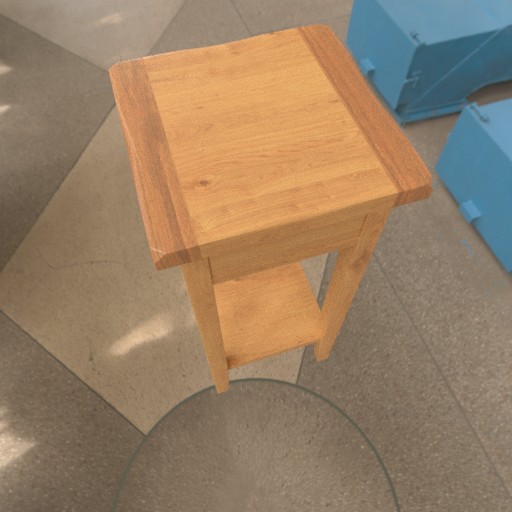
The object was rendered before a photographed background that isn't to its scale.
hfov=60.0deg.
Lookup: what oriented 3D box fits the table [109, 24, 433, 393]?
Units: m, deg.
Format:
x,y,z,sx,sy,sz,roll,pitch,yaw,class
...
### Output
x,y,z,sx,sy,sz,roll,pitch,yaw,class
0.000,0.000,0.928,0.360,0.740,0.360,-15,60,-9,table
